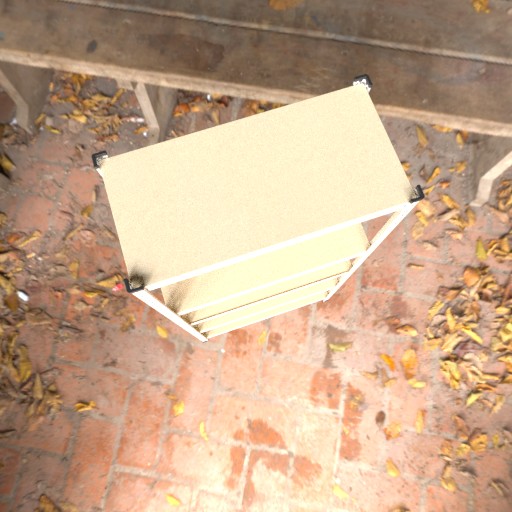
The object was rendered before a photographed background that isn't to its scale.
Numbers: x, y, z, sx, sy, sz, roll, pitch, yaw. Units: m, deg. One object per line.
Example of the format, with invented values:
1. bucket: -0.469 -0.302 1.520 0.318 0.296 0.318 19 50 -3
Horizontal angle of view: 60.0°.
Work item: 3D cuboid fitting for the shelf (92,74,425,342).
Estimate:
1. shelf: 0.000 0.000 2.218 0.914 1.829 0.457 -18 75 -5
